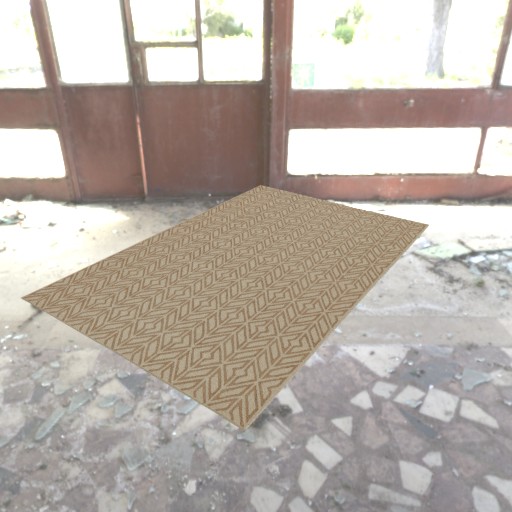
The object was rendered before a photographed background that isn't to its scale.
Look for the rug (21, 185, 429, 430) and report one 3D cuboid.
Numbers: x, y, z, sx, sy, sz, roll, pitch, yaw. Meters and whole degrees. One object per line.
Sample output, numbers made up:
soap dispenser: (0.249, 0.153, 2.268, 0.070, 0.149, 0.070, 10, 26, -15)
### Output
rug: (0.000, 0.000, 2.279, 1.220, 0.007, 1.828, 19, 33, 31)
